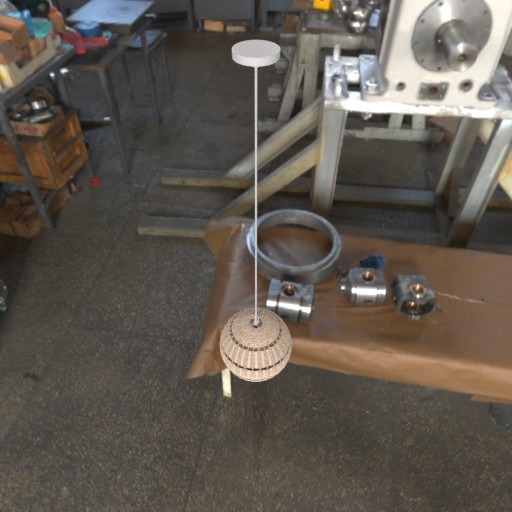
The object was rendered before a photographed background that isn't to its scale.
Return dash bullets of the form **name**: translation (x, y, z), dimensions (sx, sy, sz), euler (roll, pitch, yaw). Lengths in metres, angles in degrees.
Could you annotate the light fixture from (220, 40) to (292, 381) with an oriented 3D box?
- **light fixture**: translation (0.000, 0.000, 2.240), dimensions (0.457, 2.019, 0.457), euler (-18, 48, -17)
